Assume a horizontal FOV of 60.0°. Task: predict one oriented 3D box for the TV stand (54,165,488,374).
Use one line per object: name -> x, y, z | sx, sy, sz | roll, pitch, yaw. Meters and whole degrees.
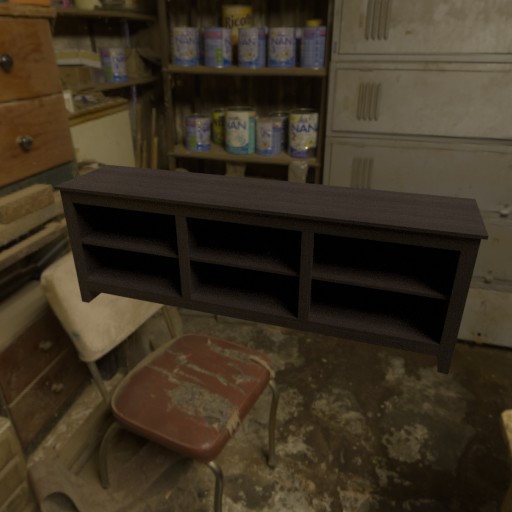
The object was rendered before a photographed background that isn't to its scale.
TV stand -> 0.000, 0.000, 2.045 | 1.778, 0.610, 0.406 | 8, 27, 16
